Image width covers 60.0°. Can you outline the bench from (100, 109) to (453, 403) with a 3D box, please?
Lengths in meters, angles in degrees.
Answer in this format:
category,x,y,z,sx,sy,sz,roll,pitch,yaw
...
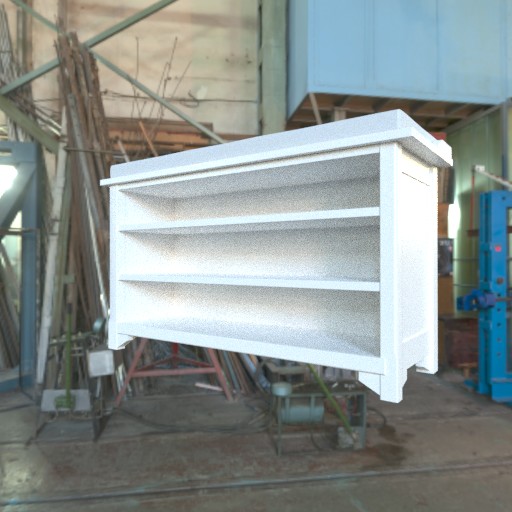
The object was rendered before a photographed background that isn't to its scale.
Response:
category,x,y,z,sx,sy,sz,roll,pitch,yaw
bench,0.000,0.000,1.277,0.987,0.589,0.346,0,0,36
